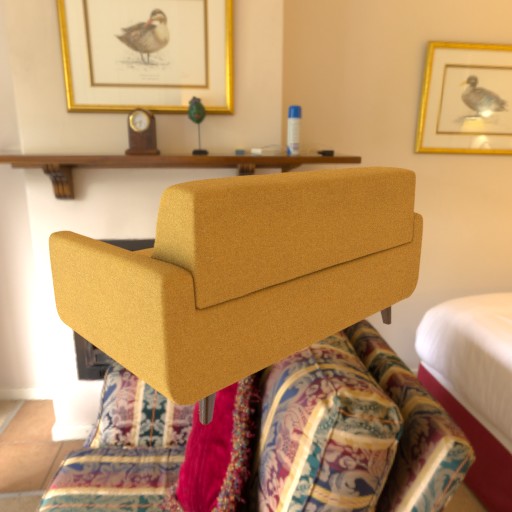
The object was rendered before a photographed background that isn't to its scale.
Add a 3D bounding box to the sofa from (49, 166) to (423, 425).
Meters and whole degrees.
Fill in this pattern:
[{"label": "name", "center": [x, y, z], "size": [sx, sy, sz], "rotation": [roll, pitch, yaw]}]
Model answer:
[{"label": "sofa", "center": [0.000, 0.000, 2.157], "size": [1.631, 0.841, 0.909], "rotation": [-14, 20, -42]}]
